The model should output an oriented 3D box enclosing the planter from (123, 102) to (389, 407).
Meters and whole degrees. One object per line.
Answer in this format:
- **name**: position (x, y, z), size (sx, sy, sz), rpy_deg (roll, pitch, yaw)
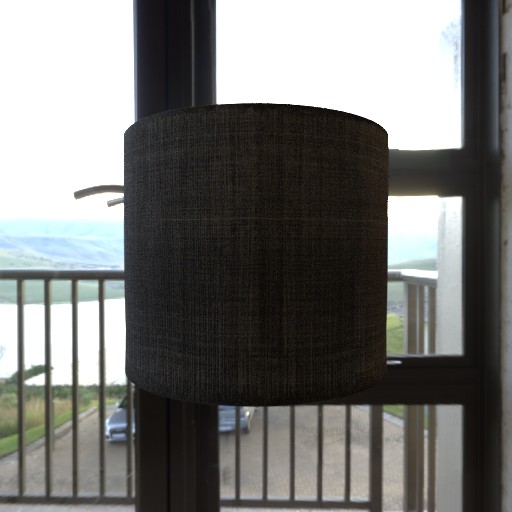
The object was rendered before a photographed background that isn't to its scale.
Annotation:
- **planter**: position (0.000, 0.000, 0.443), size (0.254, 0.221, 0.254), rpy_deg (0, 0, 0)
